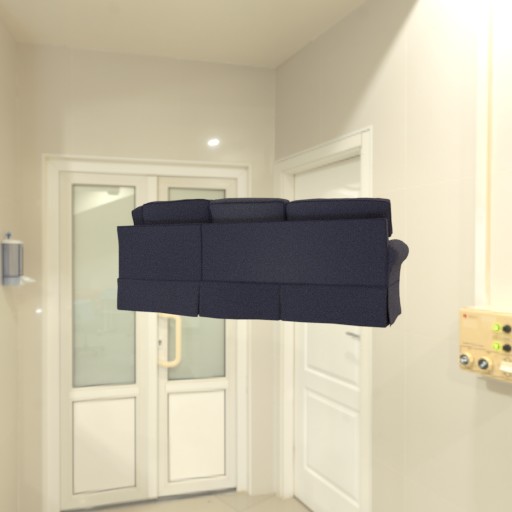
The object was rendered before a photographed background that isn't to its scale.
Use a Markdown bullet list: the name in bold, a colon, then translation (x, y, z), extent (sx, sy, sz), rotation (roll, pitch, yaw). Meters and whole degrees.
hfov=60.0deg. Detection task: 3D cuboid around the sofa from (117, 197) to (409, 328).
- **sofa**: translation (0.000, 0.000, 5.057), extent (2.874, 1.169, 3.773), rotation (0, 1, -35)
